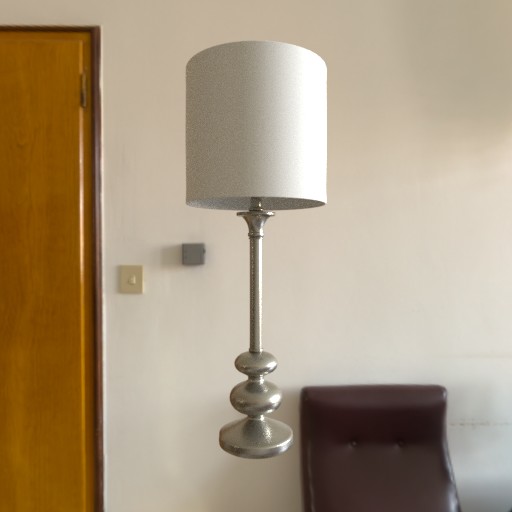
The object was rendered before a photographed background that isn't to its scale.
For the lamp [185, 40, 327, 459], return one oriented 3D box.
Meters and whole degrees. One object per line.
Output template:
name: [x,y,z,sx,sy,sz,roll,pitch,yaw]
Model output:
lamp: [0.000,0.000,0.812,0.254,0.690,0.254,-1,1,-36]
